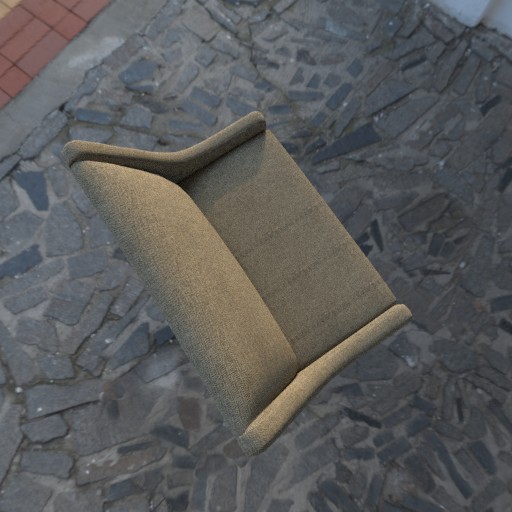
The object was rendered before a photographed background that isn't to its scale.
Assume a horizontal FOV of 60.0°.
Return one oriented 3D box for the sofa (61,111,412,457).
[{"bbox_3d":[0.000,0.000,1.962,0.870,1.021,1.242,-33,79,-8],"label":"sofa"}]
